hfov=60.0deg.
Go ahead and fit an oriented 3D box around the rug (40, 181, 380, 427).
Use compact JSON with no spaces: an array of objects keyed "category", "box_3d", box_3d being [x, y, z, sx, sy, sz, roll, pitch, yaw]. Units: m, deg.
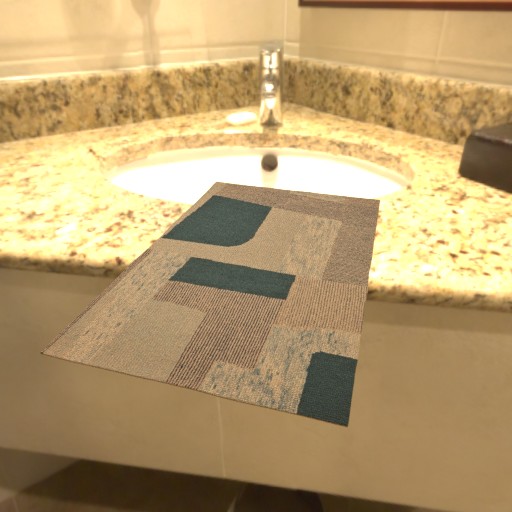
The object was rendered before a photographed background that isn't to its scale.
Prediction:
[{"category":"rug","box_3d":[0.000,0.000,3.015,1.521,0.015,2.436,9,32,14]}]
